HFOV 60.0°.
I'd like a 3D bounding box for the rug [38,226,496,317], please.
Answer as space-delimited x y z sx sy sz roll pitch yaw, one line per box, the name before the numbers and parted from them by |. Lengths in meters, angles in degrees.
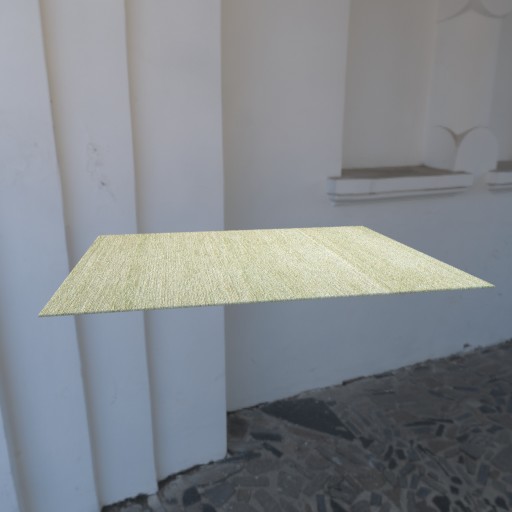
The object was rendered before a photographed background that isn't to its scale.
rug | 0.000 0.000 4.183 3.198 0.016 2.425 -3 15 -10
